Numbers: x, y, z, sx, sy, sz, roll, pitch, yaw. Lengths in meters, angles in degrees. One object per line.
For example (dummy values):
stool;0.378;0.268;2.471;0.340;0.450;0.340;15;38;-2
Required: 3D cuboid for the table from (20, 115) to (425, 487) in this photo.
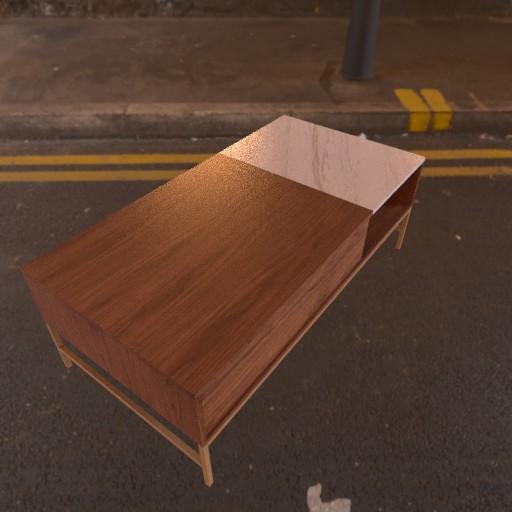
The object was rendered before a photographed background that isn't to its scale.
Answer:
table;0.000;0.000;1.937;0.789;0.551;1.553;26;47;27
